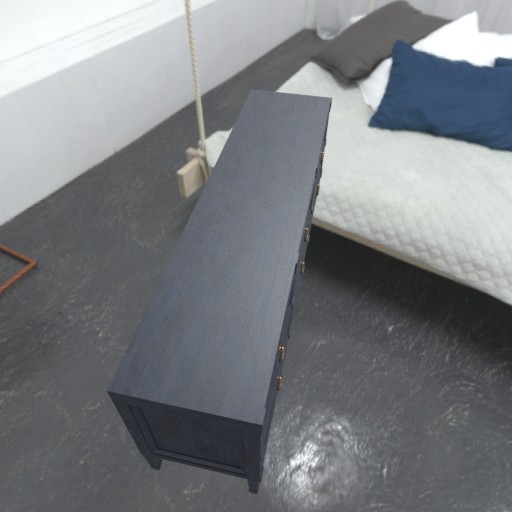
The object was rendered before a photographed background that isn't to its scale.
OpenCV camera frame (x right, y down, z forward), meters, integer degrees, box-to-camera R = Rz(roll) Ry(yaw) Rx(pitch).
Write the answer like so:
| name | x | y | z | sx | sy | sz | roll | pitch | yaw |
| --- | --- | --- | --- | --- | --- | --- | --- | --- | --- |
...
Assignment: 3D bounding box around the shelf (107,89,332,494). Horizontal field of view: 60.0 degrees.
| name | x | y | z | sx | sy | sz | roll | pitch | yaw |
| --- | --- | --- | --- | --- | --- | --- | --- | --- | --- |
| shelf | 0.000 | 0.000 | 2.136 | 0.471 | 0.715 | 1.878 | 9 | 48 | 8 |
